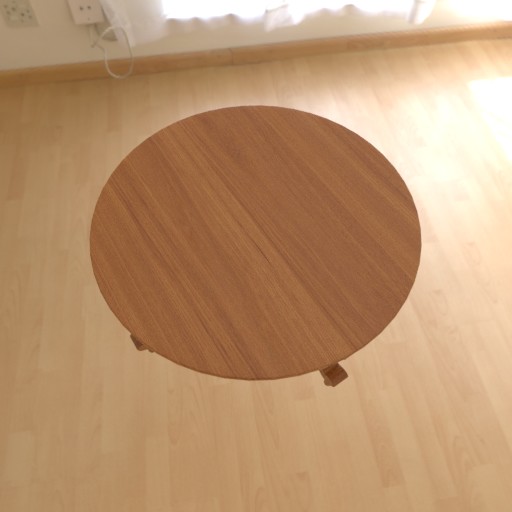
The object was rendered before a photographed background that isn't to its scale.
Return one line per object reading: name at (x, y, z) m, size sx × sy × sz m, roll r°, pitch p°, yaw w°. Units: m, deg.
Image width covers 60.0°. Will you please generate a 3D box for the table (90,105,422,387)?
table at (0.000, 0.000, 1.599) m, size 1.029 × 0.490 × 1.029 m, roll 0°, pitch 59°, yaw 0°
